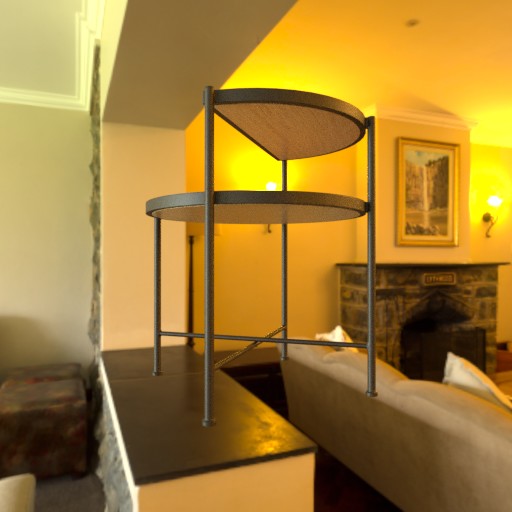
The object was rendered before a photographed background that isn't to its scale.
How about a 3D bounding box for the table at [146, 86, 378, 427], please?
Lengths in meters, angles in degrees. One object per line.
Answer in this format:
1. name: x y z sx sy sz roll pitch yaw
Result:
1. table: 0.000 0.000 1.185 0.628 0.684 0.629 0 0 18
